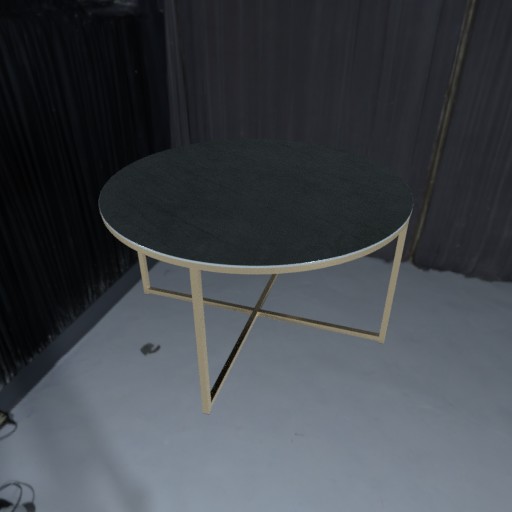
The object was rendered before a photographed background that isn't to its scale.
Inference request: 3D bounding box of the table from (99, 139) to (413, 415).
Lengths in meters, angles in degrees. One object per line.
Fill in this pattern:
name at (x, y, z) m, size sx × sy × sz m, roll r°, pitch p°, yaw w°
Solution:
table at (0.000, 0.000, 1.296) m, size 0.800 × 0.450 × 0.800 m, roll 0°, pitch 32°, yaw 0°
